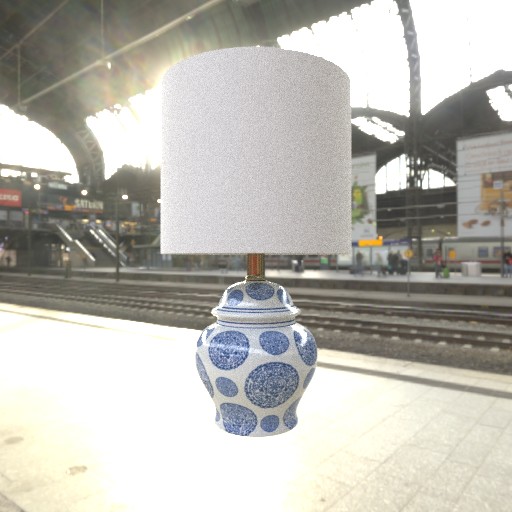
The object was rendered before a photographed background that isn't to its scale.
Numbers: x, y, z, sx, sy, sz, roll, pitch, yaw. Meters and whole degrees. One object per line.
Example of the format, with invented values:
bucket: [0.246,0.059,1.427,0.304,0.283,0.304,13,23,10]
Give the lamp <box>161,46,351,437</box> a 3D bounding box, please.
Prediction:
lamp: [0.000,0.000,0.510,0.215,0.381,0.215,0,0,36]
